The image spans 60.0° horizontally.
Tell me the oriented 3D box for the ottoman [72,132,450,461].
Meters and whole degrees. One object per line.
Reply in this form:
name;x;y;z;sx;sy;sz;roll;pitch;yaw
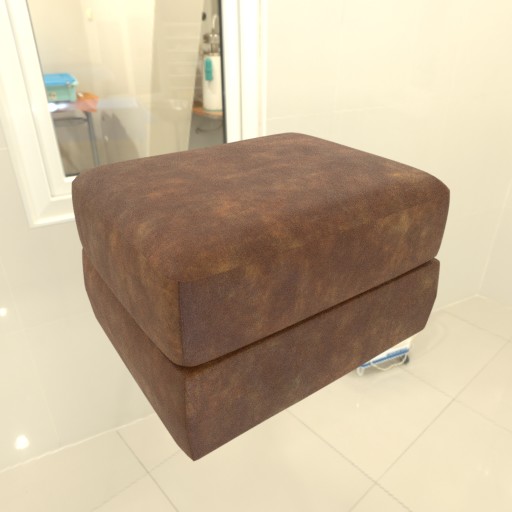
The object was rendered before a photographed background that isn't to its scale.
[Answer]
ottoman;0.000;0.000;1.125;0.751;0.476;0.603;-19;34;-30
